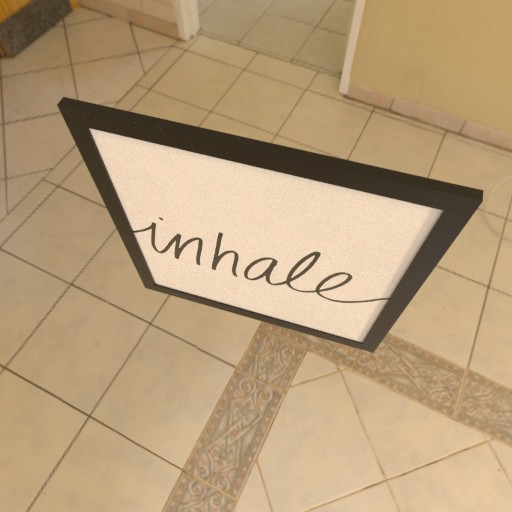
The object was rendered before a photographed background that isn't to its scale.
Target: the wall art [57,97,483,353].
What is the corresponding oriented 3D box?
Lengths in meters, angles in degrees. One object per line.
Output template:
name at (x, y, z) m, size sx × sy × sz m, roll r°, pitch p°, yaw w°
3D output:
wall art at (0.000, 0.000, 0.640) m, size 0.446 × 0.445 × 0.014 m, roll 15°, pitch 61°, yaw 9°
